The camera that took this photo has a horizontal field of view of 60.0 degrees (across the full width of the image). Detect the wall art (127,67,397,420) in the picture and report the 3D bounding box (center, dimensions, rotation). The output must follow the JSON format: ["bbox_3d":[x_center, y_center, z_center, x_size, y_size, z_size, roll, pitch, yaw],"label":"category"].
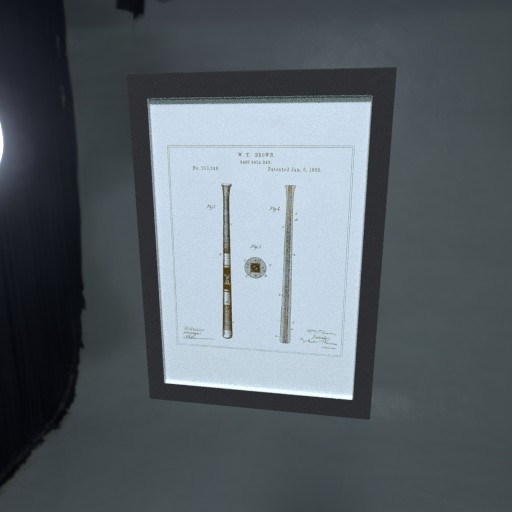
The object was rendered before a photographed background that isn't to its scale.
[{"bbox_3d":[0.000,0.000,0.680,0.374,0.529,0.012,2,15,9],"label":"wall art"}]
